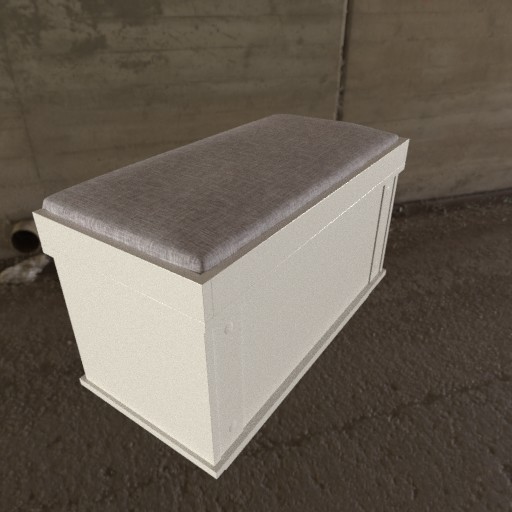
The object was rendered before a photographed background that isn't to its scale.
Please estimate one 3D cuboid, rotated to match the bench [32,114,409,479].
[{"bbox_3d":[0.000,0.000,0.970,0.362,0.461,0.734,20,36,30],"label":"bench"}]
